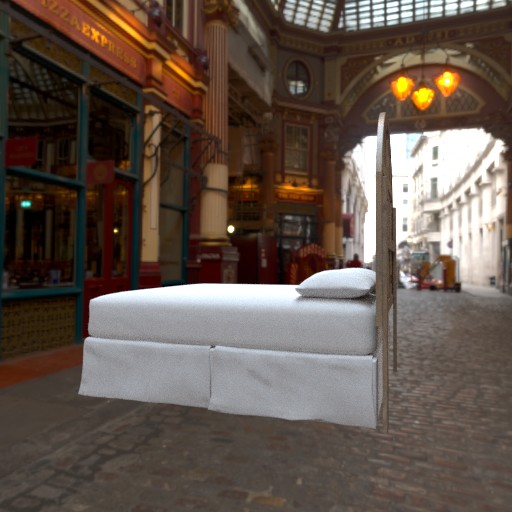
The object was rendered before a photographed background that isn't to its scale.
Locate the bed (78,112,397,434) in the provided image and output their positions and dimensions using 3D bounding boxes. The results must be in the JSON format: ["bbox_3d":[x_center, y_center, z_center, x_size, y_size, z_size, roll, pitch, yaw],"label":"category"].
[{"bbox_3d":[0.000,0.000,3.568,2.112,2.002,1.713,0,-1,19],"label":"bed"}]
